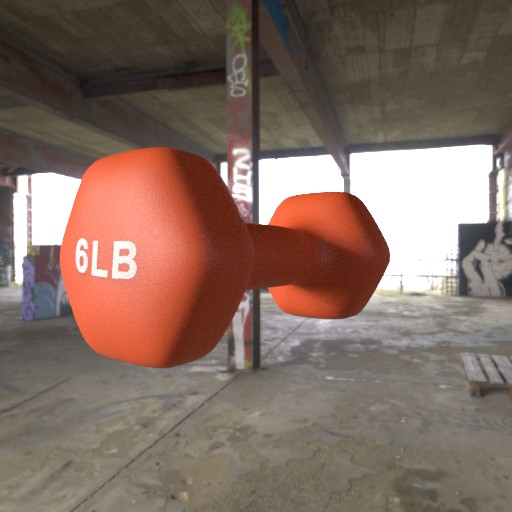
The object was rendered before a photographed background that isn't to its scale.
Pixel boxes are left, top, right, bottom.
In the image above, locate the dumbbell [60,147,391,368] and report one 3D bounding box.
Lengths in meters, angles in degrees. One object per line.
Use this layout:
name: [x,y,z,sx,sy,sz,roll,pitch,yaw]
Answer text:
dumbbell: [0.000,0.000,0.204,0.079,0.071,0.162,0,1,37]
